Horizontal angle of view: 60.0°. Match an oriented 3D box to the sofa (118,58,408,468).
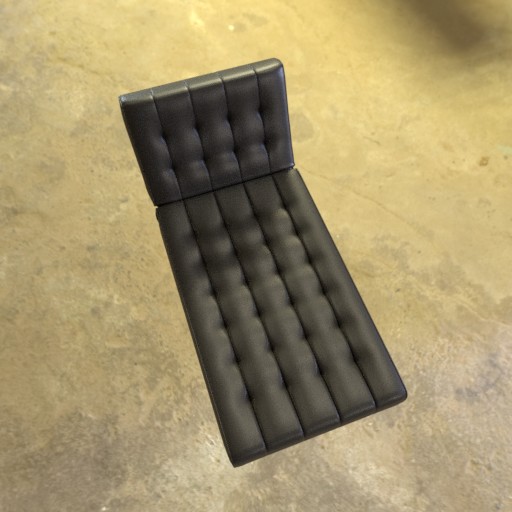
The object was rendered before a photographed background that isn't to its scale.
[{"bbox_3d":[0.000,0.000,1.987,0.760,0.820,1.560,-18,65,-9],"label":"sofa"}]
